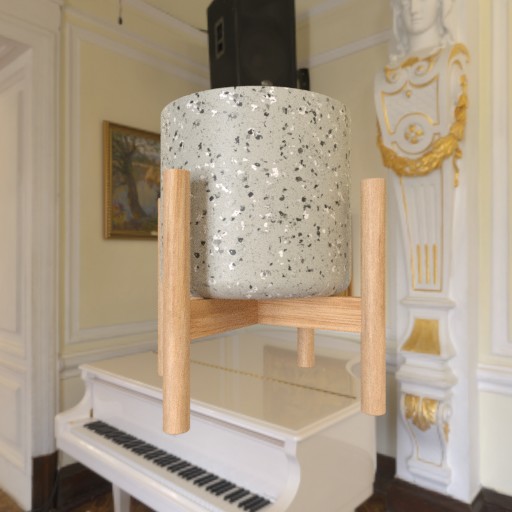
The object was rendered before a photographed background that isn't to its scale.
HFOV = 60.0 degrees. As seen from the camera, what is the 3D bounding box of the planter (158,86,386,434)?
[{"bbox_3d":[0.000,0.000,0.528,0.284,0.320,0.284,0,0,-36],"label":"planter"}]
